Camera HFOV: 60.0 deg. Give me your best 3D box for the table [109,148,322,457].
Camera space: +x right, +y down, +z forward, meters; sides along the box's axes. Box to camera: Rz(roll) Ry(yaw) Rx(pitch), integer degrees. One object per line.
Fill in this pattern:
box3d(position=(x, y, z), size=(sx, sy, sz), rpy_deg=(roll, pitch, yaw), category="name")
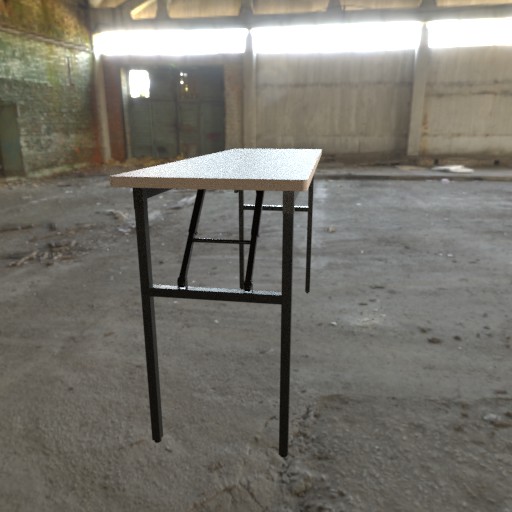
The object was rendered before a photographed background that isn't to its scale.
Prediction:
box3d(position=(0.000, 0.000, 1.726), size=(0.447, 0.750, 1.397), rpy_deg=(3, 16, 9), category="table")
